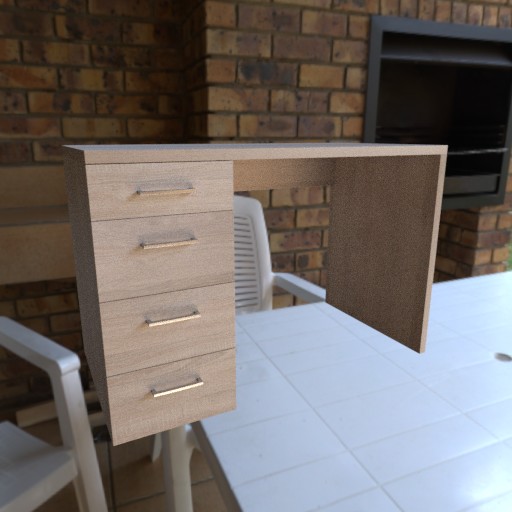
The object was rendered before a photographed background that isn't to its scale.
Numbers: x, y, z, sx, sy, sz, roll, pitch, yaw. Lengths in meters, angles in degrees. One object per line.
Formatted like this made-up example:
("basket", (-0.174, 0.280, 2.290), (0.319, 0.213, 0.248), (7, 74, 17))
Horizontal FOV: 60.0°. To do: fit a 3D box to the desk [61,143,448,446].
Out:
("desk", (0.000, 0.000, 1.509), (1.100, 0.731, 0.600), (-8, 17, -26))
